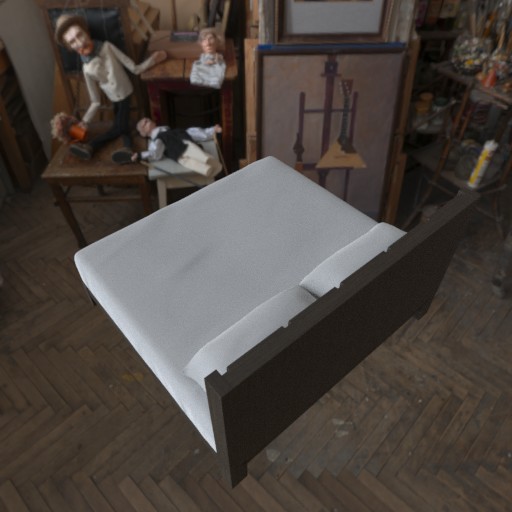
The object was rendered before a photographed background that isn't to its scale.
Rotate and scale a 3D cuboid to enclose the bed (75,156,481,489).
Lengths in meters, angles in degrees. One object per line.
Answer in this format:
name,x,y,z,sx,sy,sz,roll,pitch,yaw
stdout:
bed,0.000,0.000,3.382,2.134,1.270,2.012,-32,54,-27
